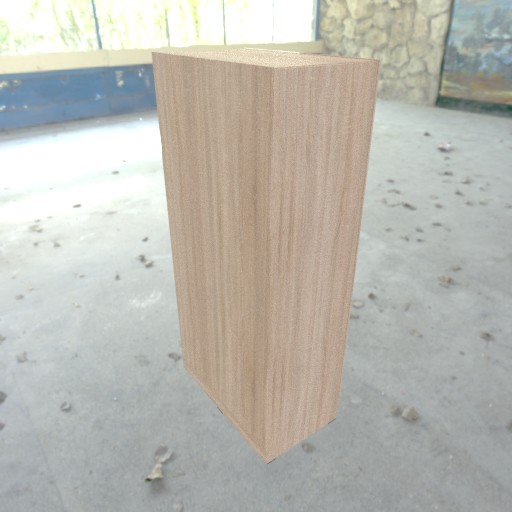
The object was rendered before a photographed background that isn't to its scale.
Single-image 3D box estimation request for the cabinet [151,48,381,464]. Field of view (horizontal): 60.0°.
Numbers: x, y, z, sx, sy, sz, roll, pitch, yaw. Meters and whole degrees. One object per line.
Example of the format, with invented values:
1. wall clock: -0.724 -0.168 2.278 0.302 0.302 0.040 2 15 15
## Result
1. cabinet: 0.000 0.000 2.561 0.590 2.121 1.001 -19 34 -31
